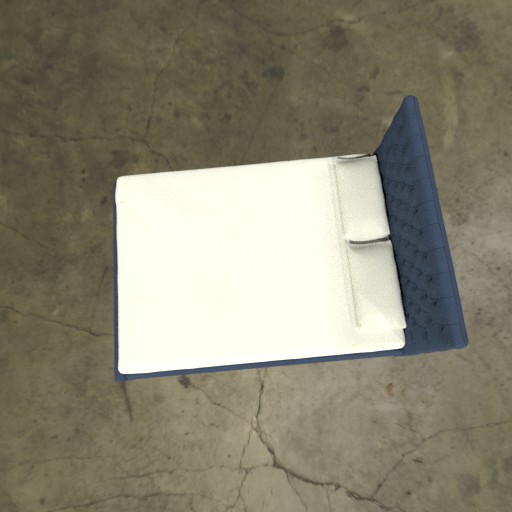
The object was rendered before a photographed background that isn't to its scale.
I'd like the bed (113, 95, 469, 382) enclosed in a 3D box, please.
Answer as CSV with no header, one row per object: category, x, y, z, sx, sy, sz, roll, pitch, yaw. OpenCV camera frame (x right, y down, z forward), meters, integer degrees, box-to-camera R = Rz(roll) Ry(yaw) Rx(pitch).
bed,0.000,0.000,3.437,2.387,1.427,1.706,-5,75,-1
